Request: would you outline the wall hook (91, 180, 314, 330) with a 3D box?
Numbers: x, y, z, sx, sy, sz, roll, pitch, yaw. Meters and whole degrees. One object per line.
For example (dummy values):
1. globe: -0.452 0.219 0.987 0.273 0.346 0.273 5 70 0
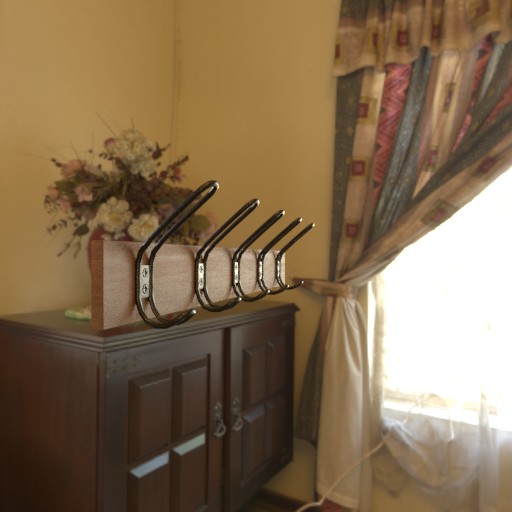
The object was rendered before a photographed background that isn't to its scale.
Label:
1. wall hook: 0.000 0.000 0.571 0.076 0.116 0.554 0 0 17
